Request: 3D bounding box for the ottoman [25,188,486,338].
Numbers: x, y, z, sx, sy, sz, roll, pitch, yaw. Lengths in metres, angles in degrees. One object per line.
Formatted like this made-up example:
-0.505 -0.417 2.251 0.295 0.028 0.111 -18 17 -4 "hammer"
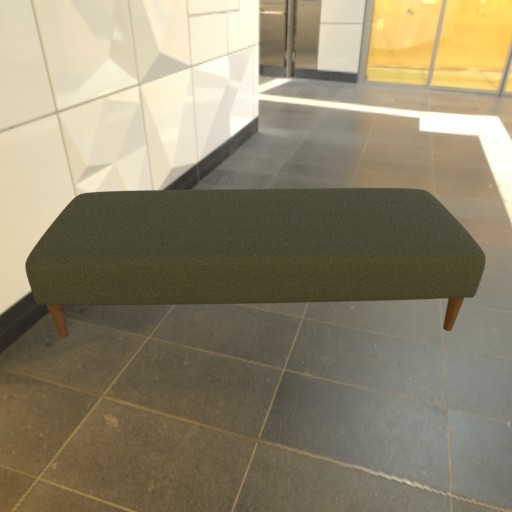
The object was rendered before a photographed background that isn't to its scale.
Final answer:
0.000 0.000 1.863 1.609 0.393 0.646 -1 31 -1 "ottoman"
